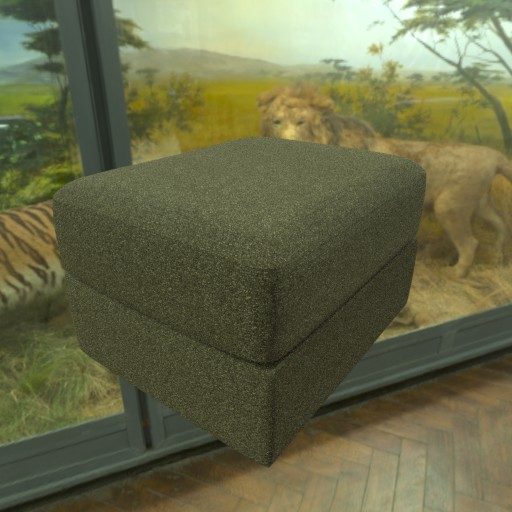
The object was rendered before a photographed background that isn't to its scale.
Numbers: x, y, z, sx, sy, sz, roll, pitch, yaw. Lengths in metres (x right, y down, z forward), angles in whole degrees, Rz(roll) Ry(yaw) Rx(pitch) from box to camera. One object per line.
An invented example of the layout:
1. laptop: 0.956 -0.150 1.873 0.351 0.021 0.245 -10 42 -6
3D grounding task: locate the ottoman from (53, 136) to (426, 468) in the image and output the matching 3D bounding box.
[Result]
1. ottoman: 0.000 0.000 1.108 0.598 0.476 0.742 18 31 33
